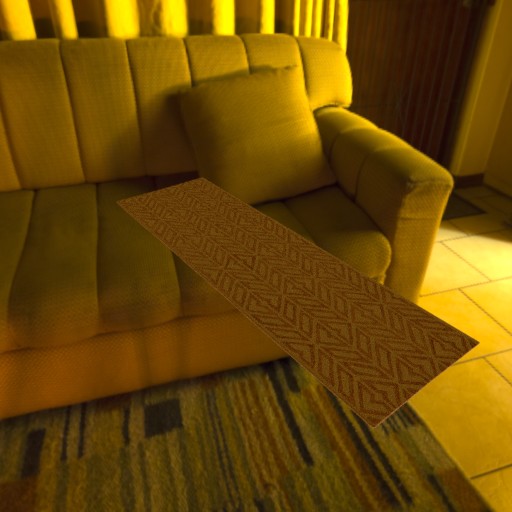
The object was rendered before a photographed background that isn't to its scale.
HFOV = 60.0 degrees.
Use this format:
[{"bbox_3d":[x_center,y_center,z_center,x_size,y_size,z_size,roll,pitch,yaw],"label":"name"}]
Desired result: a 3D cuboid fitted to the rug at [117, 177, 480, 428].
[{"bbox_3d":[0.000,0.000,2.671,0.750,0.009,2.435,-23,39,-31],"label":"rug"}]
